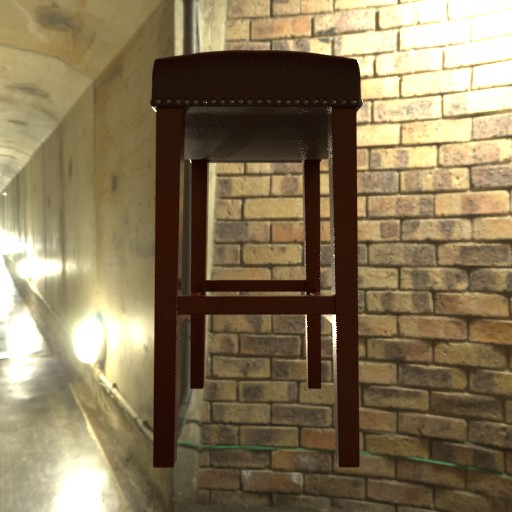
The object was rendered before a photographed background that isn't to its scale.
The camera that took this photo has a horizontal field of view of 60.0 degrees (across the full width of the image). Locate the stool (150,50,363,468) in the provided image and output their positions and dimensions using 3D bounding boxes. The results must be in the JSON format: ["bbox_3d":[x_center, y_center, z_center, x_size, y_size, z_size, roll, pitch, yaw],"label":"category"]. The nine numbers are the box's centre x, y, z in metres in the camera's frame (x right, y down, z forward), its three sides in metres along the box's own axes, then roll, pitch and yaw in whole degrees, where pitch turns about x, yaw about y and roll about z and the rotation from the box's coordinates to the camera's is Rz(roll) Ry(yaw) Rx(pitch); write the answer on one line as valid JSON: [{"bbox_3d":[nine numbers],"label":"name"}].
[{"bbox_3d":[0.000,0.000,1.014,0.372,0.742,0.504,0,1,0],"label":"stool"}]
